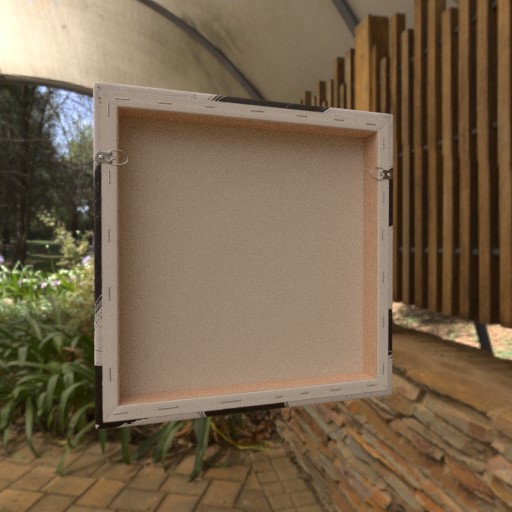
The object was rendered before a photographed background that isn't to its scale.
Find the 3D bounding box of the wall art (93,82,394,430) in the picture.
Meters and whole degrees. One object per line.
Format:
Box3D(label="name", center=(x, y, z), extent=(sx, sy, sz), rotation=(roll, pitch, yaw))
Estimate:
Box3D(label="wall art", center=(0.000, 0.000, 0.741), extent=(0.507, 0.508, 0.050), rotation=(0, 1, -18))
